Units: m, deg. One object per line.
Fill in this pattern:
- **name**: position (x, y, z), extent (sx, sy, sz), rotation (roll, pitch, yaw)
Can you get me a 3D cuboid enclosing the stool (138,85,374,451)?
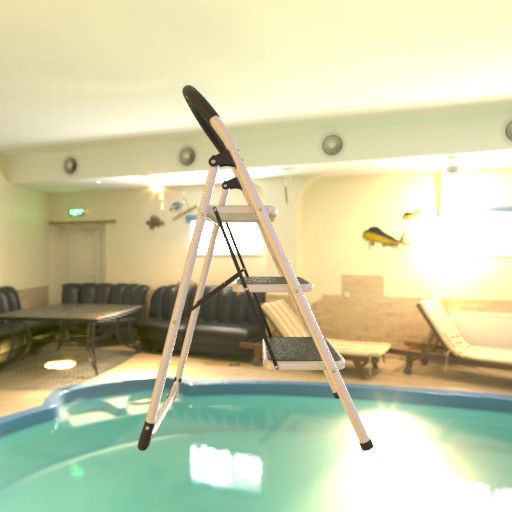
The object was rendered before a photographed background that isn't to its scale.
- **stool**: position (0.000, 0.000, 1.493), extent (0.676, 1.109, 0.485), rotation (0, 0, 0)
